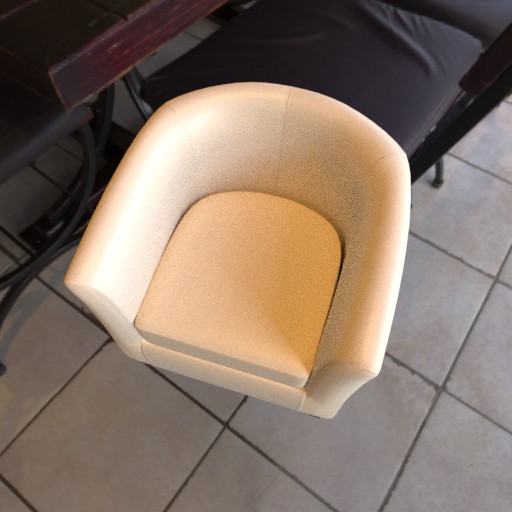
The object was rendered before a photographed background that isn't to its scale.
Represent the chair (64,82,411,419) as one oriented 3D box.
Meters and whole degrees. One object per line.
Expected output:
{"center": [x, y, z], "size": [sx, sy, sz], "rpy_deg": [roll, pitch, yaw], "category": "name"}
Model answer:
{"center": [0.000, 0.000, 1.393], "size": [0.792, 0.756, 0.727], "rpy_deg": [15, 60, 9], "category": "chair"}
